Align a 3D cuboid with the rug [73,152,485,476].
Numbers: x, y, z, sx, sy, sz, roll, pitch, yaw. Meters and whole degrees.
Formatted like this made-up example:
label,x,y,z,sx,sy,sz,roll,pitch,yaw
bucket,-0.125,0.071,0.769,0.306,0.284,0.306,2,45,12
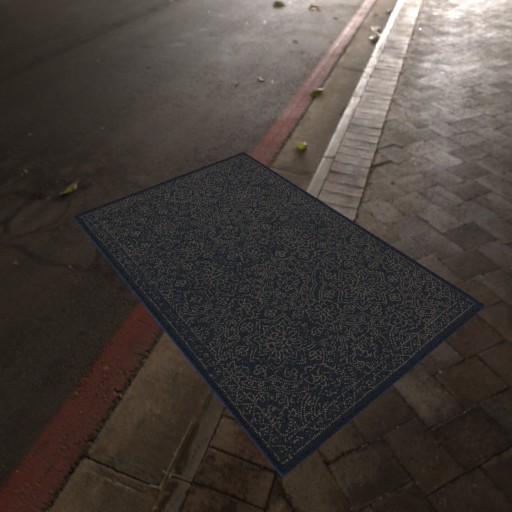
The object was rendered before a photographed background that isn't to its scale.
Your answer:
label,x,y,z,sx,sy,sz,roll,pitch,yaw
rug,0.000,0.000,2.270,1.219,0.010,1.829,-28,48,-28
